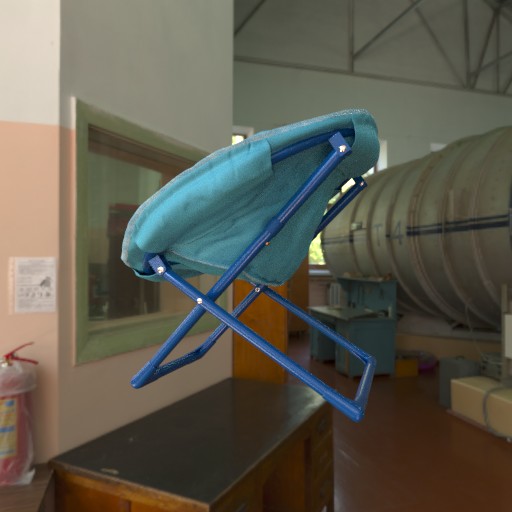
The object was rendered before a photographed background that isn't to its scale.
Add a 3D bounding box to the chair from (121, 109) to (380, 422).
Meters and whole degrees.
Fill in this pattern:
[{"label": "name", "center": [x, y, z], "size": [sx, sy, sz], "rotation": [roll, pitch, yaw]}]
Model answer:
[{"label": "chair", "center": [0.000, 0.000, 0.862], "size": [0.465, 0.478, 0.520], "rotation": [0, -1, 18]}]
